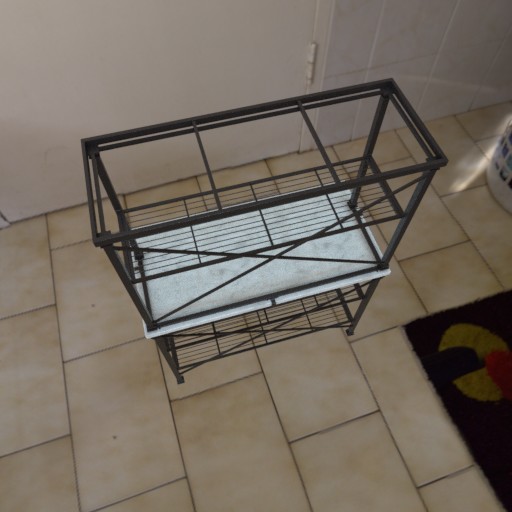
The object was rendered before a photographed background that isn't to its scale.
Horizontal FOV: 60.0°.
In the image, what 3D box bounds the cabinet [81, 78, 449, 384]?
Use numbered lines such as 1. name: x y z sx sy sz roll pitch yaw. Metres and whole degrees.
1. cabinet: 0.000 0.000 2.272 1.210 1.659 0.610 -14 60 -8
